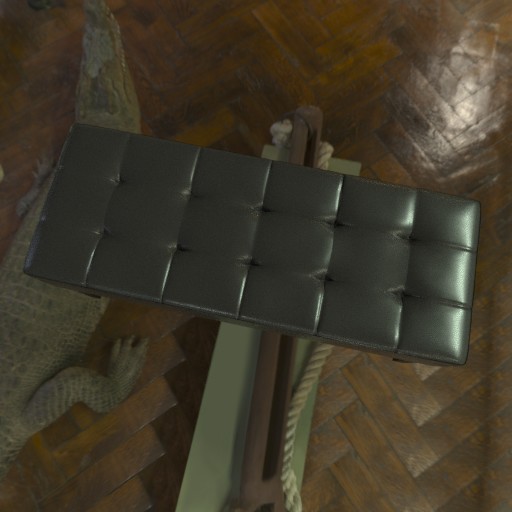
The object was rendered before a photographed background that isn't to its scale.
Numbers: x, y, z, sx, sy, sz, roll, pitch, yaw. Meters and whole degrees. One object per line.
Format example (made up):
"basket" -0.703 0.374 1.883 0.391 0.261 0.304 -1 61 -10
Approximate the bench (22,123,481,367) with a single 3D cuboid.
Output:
"bench" 0.000 0.000 1.314 1.105 0.460 0.432 11 76 3
